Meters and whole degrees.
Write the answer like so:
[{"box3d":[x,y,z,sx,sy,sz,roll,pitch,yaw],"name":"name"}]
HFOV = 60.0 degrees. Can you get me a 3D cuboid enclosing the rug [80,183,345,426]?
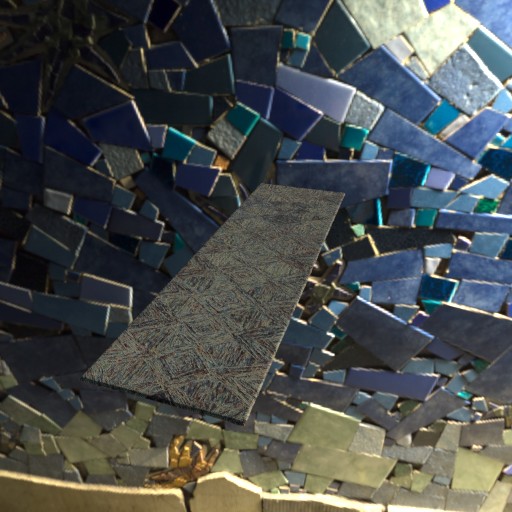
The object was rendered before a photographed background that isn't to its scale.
[{"box3d":[0.000,0.000,2.577,0.688,0.015,2.292,9,31,16],"name":"rug"}]
